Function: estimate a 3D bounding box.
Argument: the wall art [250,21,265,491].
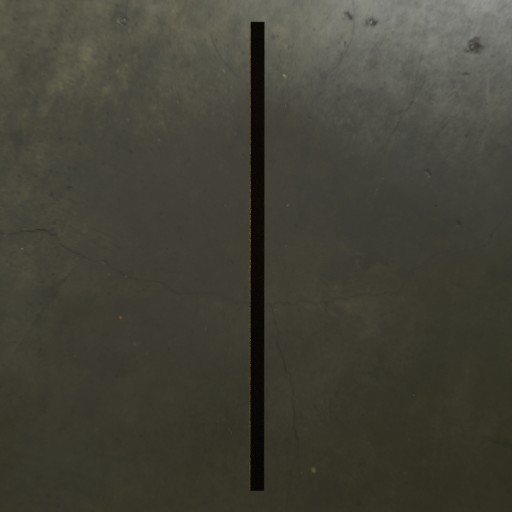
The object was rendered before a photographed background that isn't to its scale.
[{"bbox_3d":[0.000,0.000,0.643,0.014,0.445,0.446,0,90,0],"label":"wall art"}]
